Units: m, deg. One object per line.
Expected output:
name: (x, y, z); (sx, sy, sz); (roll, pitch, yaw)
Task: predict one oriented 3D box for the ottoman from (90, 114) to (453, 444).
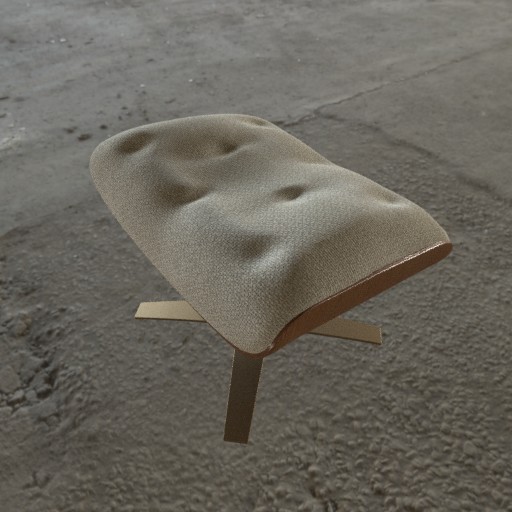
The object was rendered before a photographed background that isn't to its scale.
ottoman: (0.000, 0.000, 0.810); (0.394, 0.391, 0.520); (-27, 48, -27)
